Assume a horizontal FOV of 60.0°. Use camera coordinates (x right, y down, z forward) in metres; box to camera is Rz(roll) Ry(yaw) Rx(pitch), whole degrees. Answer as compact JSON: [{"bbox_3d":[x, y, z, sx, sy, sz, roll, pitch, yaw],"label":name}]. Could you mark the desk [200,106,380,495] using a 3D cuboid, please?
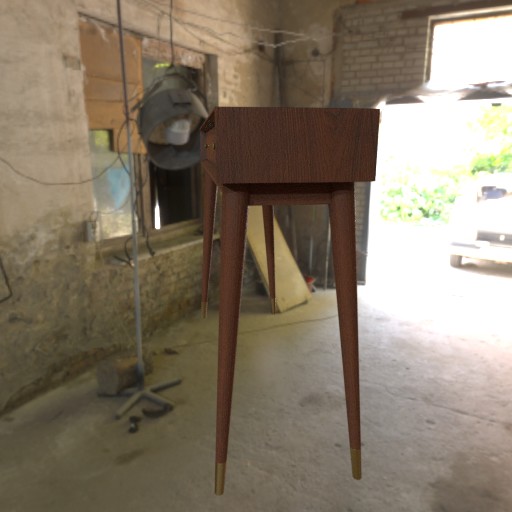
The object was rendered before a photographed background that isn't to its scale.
[{"bbox_3d":[0.000,0.000,1.589,0.384,0.917,1.204,-2,14,-8],"label":"desk"}]
